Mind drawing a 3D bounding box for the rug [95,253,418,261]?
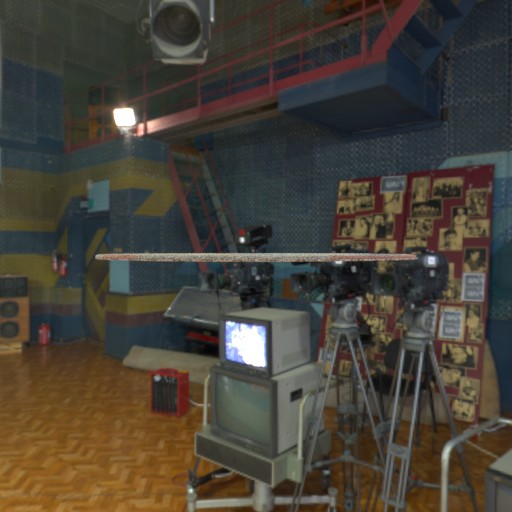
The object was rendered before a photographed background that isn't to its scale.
[{"bbox_3d":[0.000,0.000,3.590,2.461,0.033,2.461,0,1,0],"label":"rug"}]
